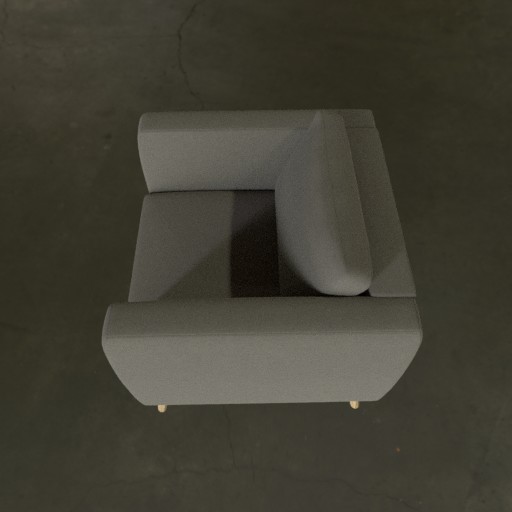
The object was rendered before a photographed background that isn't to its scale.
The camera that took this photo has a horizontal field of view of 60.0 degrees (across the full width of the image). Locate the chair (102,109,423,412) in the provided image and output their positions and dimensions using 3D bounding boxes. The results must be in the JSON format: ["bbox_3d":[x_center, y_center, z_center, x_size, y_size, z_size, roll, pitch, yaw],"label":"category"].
[{"bbox_3d":[0.000,0.000,1.709,0.930,0.860,1.000,-1,58,-1],"label":"chair"}]
